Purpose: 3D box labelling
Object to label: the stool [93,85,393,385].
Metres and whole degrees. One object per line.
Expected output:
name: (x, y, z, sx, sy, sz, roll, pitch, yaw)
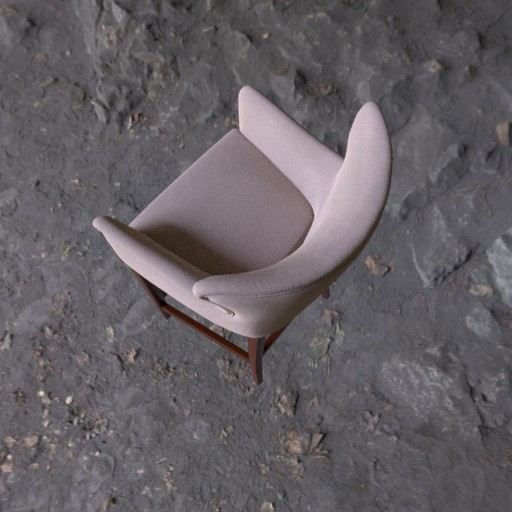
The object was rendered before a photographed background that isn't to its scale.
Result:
stool: (0.000, 0.000, 1.356, 0.570, 0.951, 0.601, 36, 70, 16)
